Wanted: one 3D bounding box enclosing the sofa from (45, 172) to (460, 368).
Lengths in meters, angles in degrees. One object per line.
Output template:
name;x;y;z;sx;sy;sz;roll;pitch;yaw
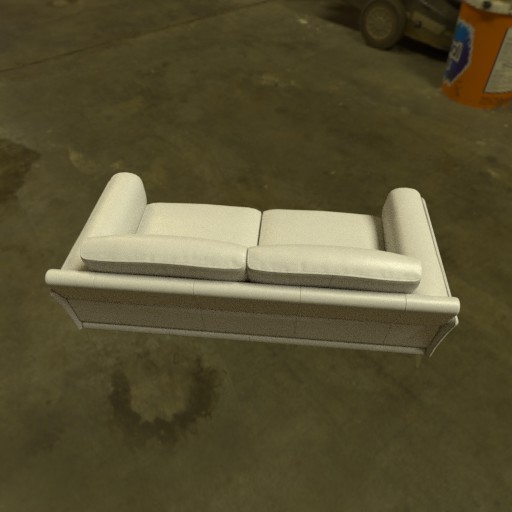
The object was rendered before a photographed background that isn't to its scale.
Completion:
sofa;0.000;0.000;2.662;2.101;0.930;1.049;4;46;4
